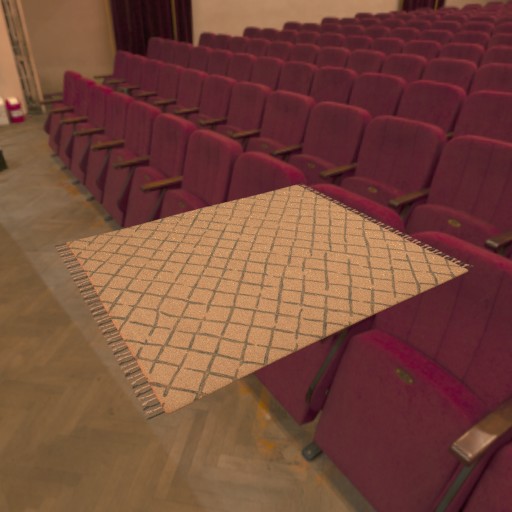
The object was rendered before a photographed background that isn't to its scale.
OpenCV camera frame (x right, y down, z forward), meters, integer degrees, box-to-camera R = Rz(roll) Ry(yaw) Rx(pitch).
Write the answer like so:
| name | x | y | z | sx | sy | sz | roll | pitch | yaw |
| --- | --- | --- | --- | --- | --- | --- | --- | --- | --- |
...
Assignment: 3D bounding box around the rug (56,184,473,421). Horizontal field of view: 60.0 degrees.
| name | x | y | z | sx | sy | sz | roll | pitch | yaw |
| --- | --- | --- | --- | --- | --- | --- | --- | --- | --- |
| rug | 0.000 | 0.000 | 4.809 | 3.585 | 0.036 | 2.892 | -18 | 35 | -28 |
